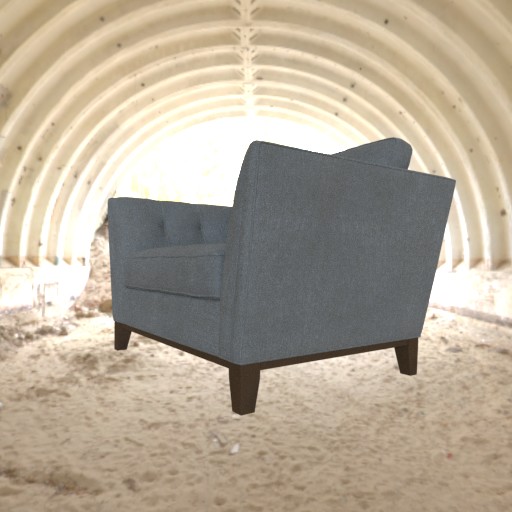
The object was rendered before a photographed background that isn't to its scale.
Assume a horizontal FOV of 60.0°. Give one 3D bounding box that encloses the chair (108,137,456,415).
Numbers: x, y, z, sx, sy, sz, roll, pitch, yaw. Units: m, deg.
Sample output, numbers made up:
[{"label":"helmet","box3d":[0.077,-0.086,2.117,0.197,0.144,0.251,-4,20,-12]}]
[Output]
[{"label":"chair","box3d":[0.000,0.000,2.039,0.965,0.942,1.396,1,-1,-35]}]
